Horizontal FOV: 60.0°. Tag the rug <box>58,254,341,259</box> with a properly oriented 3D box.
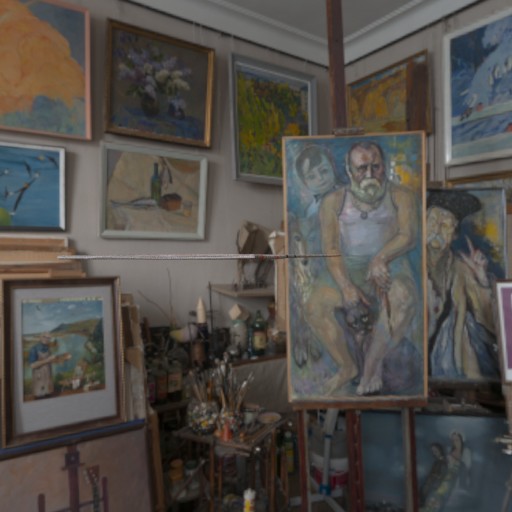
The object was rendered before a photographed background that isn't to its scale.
[{"bbox_3d":[0.000,0.000,2.627,0.744,0.022,2.419,0,0,17],"label":"rug"}]
